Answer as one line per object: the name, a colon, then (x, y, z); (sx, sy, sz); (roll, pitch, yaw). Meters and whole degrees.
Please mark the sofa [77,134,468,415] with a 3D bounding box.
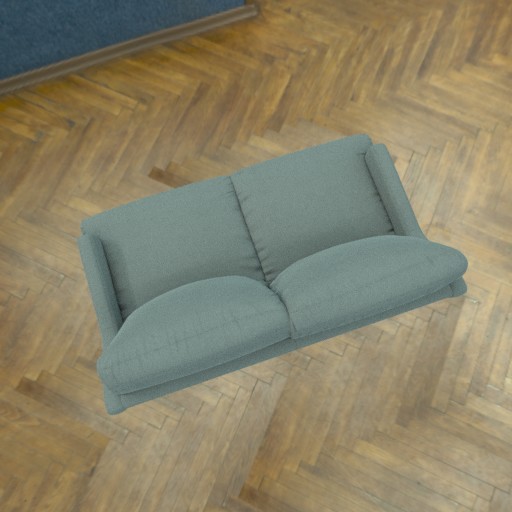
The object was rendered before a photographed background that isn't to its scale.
sofa: (0.000, 0.000, 2.140); (1.589, 0.921, 0.987); (-18, 76, -5)
